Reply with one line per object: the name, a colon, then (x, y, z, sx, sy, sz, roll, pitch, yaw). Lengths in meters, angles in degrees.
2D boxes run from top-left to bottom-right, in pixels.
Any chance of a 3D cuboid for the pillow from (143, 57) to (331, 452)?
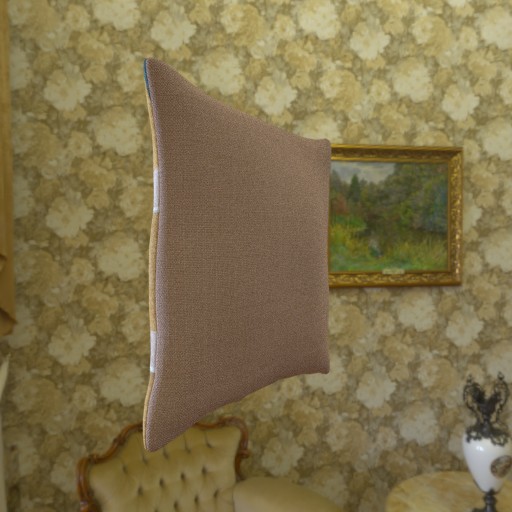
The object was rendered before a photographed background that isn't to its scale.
pillow: (0.000, 0.000, 0.725, 0.158, 0.479, 0.478, 0, 0, 36)
